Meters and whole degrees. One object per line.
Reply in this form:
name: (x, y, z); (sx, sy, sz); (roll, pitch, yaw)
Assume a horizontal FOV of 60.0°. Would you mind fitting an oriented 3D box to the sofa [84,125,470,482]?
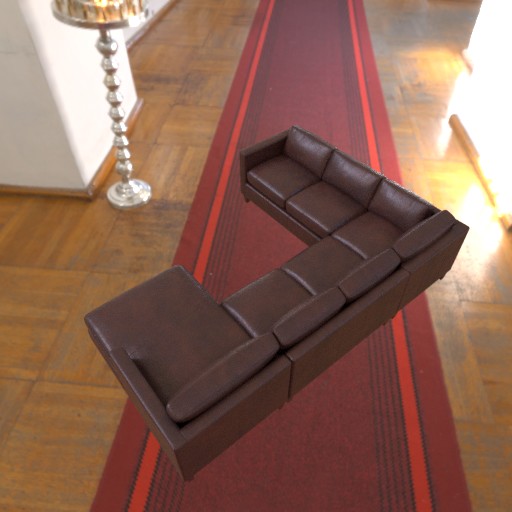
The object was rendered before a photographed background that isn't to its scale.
sofa: (0.000, 0.000, 4.383); (3.324, 0.891, 2.452); (-30, 53, -26)
